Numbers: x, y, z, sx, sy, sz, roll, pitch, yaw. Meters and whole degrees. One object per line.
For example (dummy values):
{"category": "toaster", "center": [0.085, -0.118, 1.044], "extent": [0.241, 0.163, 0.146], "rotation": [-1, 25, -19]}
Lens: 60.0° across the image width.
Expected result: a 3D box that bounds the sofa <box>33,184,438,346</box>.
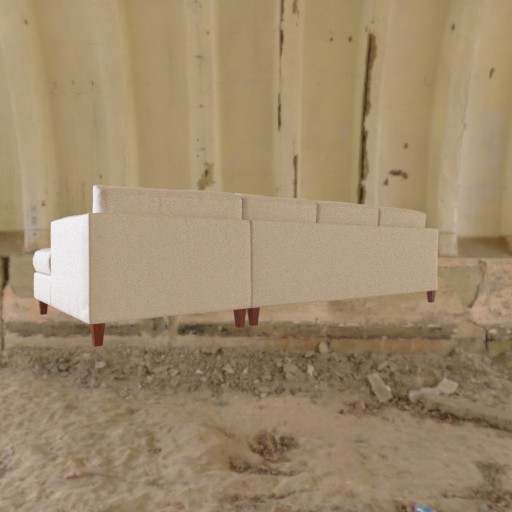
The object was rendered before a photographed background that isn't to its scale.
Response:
{"category": "sofa", "center": [0.000, 0.000, 4.082], "extent": [3.471, 0.954, 1.606], "rotation": [-1, 1, -37]}
